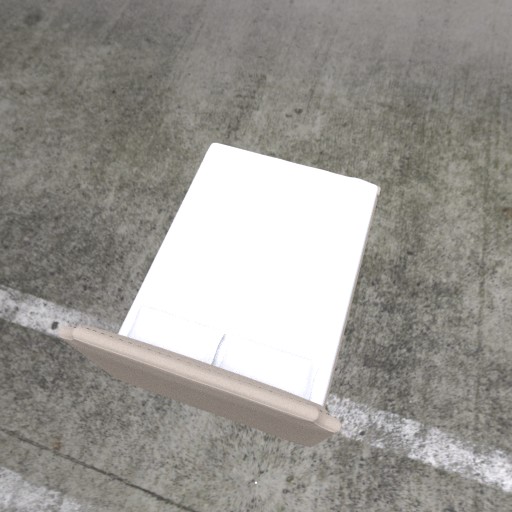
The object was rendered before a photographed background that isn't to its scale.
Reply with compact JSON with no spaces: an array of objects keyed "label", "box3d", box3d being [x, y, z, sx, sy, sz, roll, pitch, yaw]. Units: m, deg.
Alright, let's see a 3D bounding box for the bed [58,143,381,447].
[{"label":"bed","box3d":[0.000,0.000,3.515,1.713,1.443,2.372,17,64,8]}]
